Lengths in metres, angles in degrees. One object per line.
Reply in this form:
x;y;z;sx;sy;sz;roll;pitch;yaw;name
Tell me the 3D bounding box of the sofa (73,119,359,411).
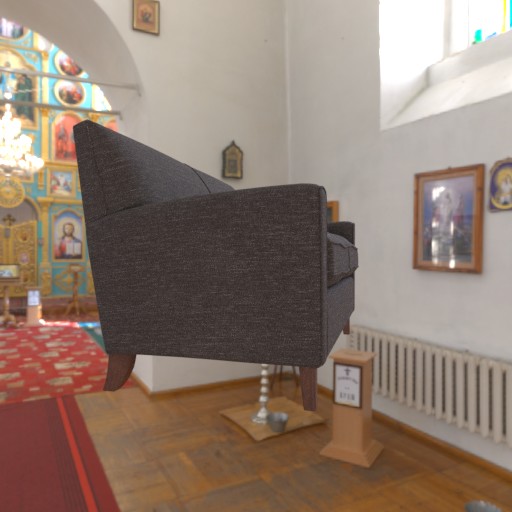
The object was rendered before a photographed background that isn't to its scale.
0.000;0.000;2.042;0.867;0.905;1.509;0;0;16;sofa
